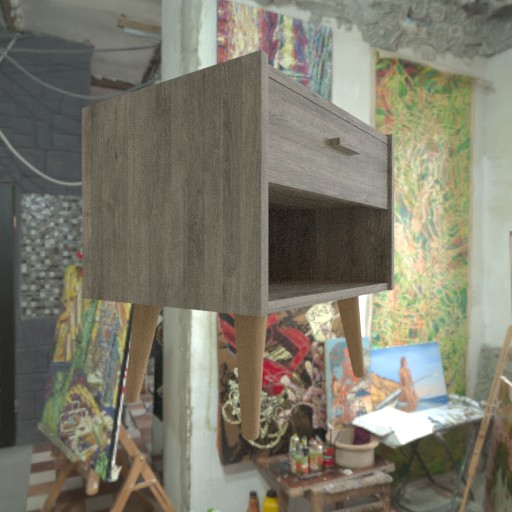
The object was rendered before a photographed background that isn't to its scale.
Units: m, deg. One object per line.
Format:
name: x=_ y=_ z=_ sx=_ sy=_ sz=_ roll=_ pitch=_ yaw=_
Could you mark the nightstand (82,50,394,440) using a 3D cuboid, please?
nightstand: x=0.000 y=0.000 z=0.834 sx=0.380 sy=0.500 sz=0.480 roll=0 pitch=0 yaw=36
